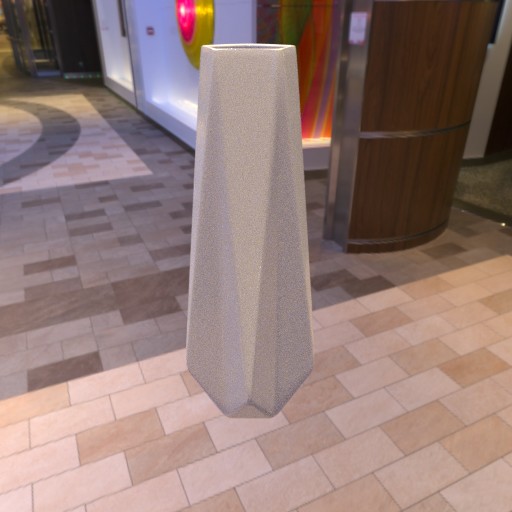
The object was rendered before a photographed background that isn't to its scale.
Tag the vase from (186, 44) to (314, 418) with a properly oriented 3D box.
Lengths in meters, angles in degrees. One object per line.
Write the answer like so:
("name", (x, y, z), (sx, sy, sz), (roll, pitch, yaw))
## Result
("vase", (0.000, 0.000, 0.385), (0.116, 0.329, 0.122), (9, 30, 16))
